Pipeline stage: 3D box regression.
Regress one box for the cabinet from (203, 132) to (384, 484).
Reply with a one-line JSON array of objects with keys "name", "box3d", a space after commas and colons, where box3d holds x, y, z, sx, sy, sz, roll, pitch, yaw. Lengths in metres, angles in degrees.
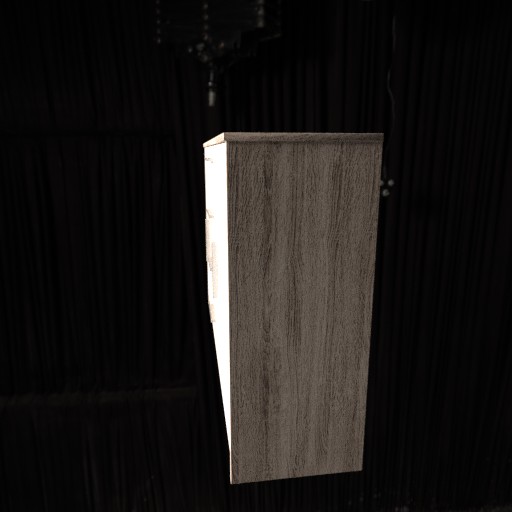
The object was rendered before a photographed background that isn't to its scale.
[{"name": "cabinet", "box3d": [0.000, 0.000, 1.788, 0.380, 0.900, 1.450, -2, 13, -8]}]
